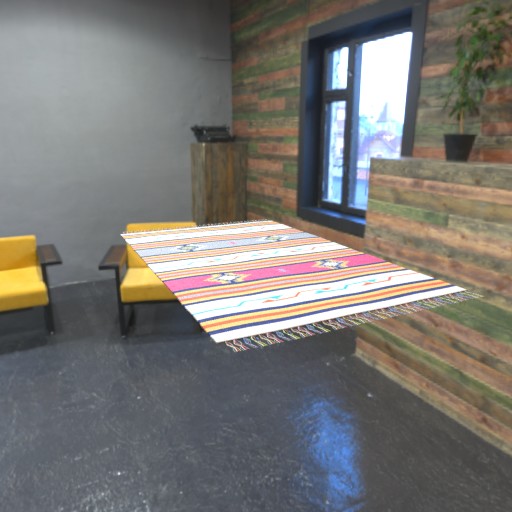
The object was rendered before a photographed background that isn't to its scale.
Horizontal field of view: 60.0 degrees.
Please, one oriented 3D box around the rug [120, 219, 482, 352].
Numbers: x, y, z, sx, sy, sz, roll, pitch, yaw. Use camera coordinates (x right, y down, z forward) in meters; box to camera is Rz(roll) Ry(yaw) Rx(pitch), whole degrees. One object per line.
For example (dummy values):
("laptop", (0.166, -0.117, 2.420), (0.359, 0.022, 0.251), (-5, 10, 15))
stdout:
("rug", (0.000, 0.000, 2.286), (1.084, 0.013, 1.849), (-7, 17, -25))
